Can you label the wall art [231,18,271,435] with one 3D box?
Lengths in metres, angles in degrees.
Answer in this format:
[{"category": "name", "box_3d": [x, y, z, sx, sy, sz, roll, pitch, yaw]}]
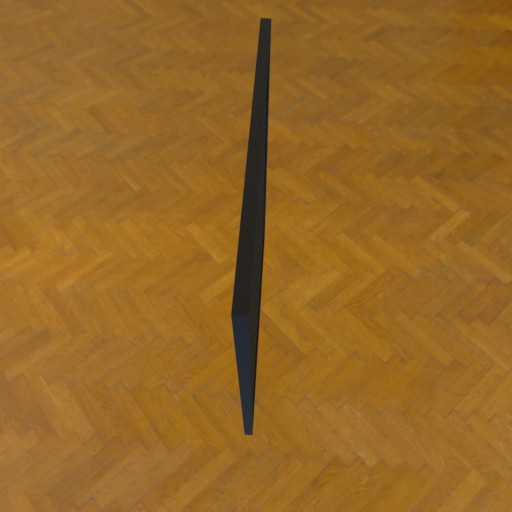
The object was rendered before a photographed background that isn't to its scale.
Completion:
[{"category": "wall art", "box_3d": [0.000, 0.000, 0.494, 0.010, 0.361, 0.311, 3, 58, 2]}]
